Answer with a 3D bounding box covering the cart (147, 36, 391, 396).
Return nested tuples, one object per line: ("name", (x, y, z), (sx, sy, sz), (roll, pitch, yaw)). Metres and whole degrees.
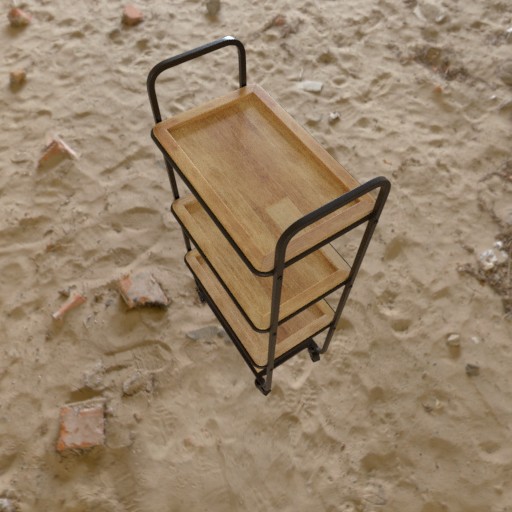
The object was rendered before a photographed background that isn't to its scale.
("cart", (0.000, 0.000, 1.339), (0.321, 1.080, 0.545), (-29, 63, -17))
